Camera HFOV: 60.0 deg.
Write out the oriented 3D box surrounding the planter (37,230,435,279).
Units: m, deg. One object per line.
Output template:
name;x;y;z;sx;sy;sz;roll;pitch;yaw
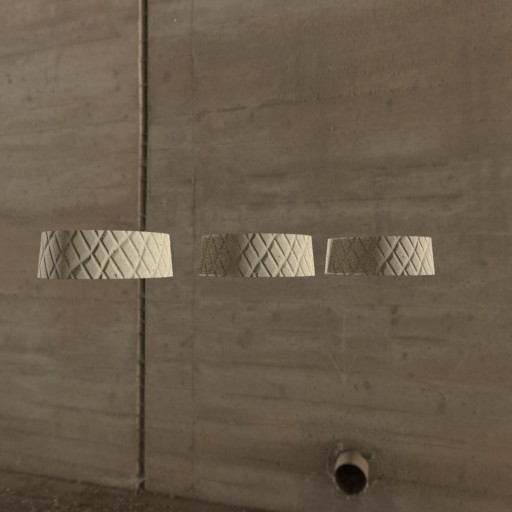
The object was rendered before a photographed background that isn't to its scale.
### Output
planter;0.000;0.000;0.437;0.390;0.038;0.114;0;-1;-18
